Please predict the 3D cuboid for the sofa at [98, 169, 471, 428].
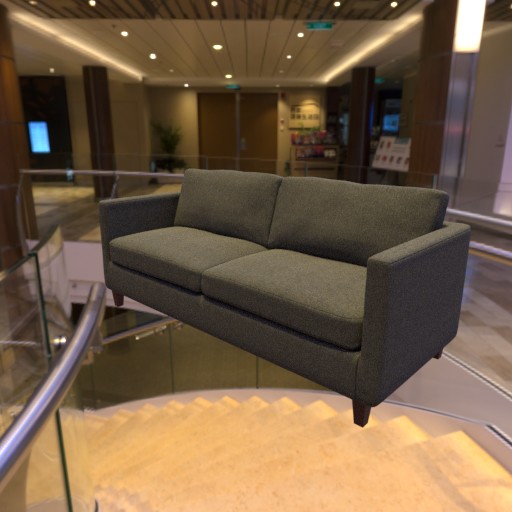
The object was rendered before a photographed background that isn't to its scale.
[{"bbox_3d":[0.000,0.000,2.746,2.208,0.965,0.948,14,21,41],"label":"sofa"}]
